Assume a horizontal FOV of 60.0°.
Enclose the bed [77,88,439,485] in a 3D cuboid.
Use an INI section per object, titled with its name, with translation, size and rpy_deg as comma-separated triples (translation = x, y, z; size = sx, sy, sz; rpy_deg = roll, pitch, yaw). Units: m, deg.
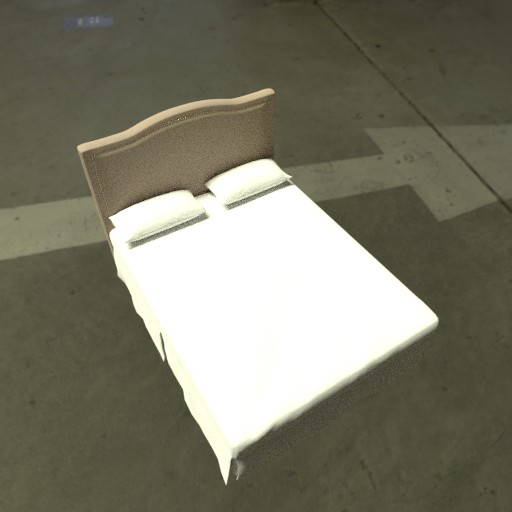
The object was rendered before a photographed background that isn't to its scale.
[bed]
translation = 0.000, 0.000, 3.362
size = 1.821, 1.436, 2.282
rpy_deg = -25, 52, -21
